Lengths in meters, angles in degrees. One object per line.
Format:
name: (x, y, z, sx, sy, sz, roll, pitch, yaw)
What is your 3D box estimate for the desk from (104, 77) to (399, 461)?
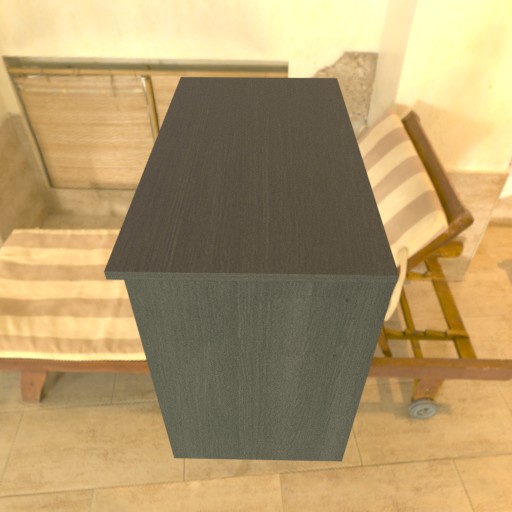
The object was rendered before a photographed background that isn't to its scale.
desk: (0.000, 0.000, 1.320, 0.498, 0.724, 0.893, 1, 42, 1)
